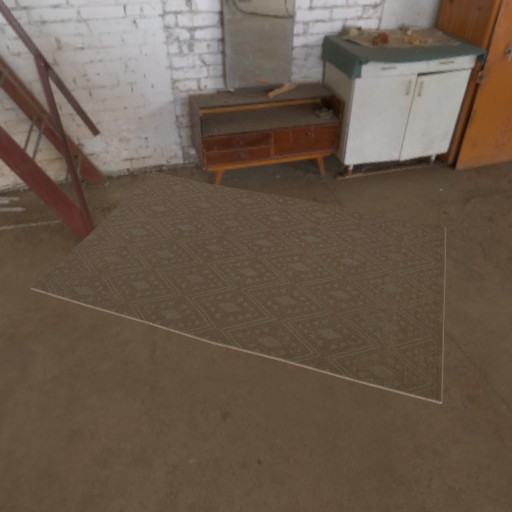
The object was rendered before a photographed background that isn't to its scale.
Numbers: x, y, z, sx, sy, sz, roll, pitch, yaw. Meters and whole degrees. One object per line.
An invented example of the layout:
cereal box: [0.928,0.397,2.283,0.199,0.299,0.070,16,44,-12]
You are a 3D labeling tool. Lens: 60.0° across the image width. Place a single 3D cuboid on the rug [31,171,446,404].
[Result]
rug: [0.000,0.000,3.004,2.430,0.053,1.553,12,41,14]
